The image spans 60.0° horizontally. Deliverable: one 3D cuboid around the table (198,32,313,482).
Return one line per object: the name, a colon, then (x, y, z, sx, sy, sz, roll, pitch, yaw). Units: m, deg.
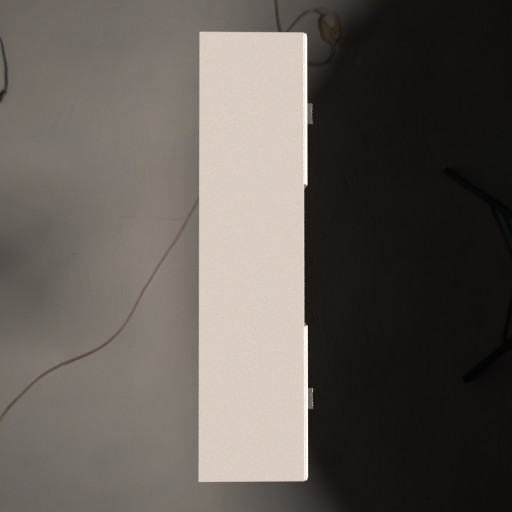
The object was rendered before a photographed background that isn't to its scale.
table: (0.000, 0.000, 1.749, 0.400, 0.440, 1.550, 0, 89, -1)
